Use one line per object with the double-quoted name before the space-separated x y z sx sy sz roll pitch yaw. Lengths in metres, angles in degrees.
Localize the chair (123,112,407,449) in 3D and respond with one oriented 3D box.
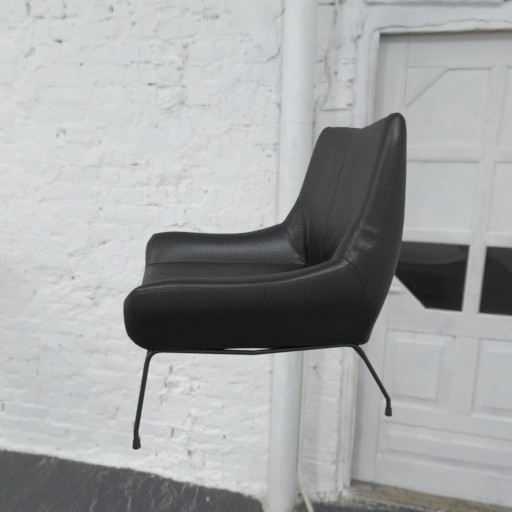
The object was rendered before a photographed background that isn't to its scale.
"chair" 0.000 0.000 1.562 0.826 0.922 0.836 -2 13 -9
